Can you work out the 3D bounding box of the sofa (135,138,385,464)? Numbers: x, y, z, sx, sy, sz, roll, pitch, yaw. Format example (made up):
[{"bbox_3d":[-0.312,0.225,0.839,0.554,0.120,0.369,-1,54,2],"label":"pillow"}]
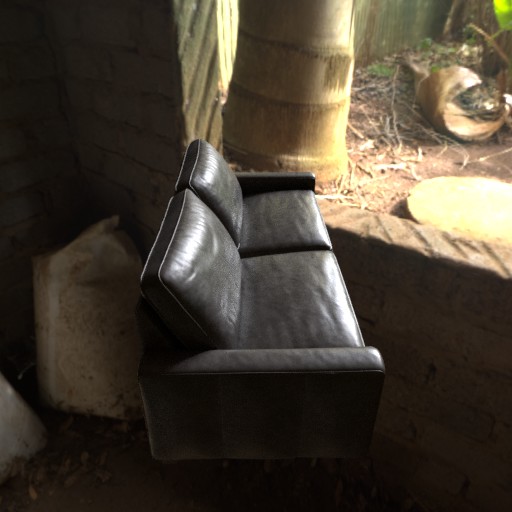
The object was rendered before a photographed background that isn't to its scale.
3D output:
[{"bbox_3d":[0.000,0.000,2.566,0.939,0.916,2.081,-1,32,-1],"label":"sofa"}]
